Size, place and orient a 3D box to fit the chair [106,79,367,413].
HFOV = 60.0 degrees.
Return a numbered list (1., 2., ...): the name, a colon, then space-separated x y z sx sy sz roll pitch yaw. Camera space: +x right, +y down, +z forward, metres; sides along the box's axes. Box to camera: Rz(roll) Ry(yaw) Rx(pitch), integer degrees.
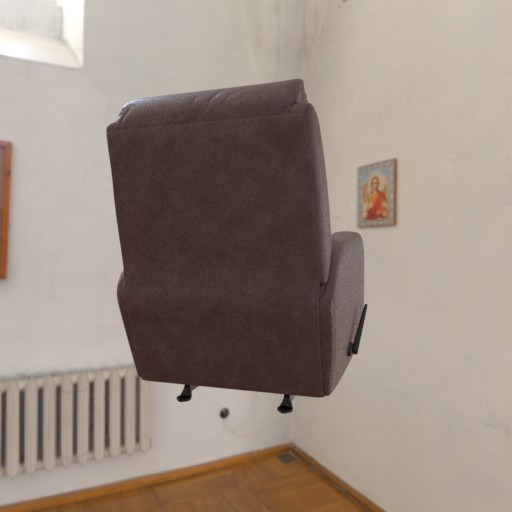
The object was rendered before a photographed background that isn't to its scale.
1. chair: 0.000 0.000 1.818 0.865 1.067 1.067 0 1 17
